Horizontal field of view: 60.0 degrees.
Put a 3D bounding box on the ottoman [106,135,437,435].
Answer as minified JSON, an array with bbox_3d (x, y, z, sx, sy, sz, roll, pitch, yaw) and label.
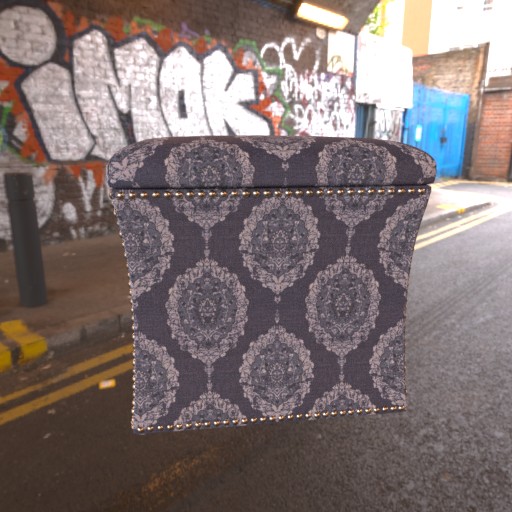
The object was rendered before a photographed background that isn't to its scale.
[{"bbox_3d":[0.000,0.000,0.904,0.497,0.475,0.507,-2,14,-8],"label":"ottoman"}]
